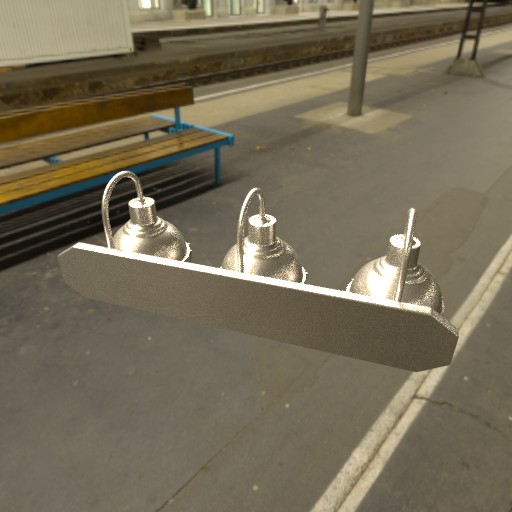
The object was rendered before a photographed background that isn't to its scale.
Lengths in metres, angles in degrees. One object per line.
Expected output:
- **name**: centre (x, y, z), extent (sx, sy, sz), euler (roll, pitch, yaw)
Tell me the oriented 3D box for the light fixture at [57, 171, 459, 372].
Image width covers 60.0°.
- **light fixture**: centre (0.000, 0.000, 0.757), extent (0.634, 0.254, 0.229), euler (10, 32, 16)
